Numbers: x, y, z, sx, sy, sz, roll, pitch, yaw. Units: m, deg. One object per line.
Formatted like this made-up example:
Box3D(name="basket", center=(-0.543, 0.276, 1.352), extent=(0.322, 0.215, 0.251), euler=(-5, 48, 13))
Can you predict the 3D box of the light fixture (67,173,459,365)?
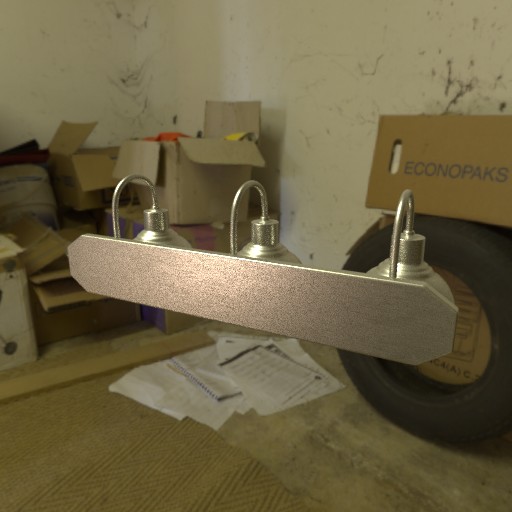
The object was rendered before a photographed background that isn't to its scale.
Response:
Box3D(name="light fixture", center=(0.000, 0.000, 0.742), extent=(0.634, 0.254, 0.229), euler=(8, 18, 26))
